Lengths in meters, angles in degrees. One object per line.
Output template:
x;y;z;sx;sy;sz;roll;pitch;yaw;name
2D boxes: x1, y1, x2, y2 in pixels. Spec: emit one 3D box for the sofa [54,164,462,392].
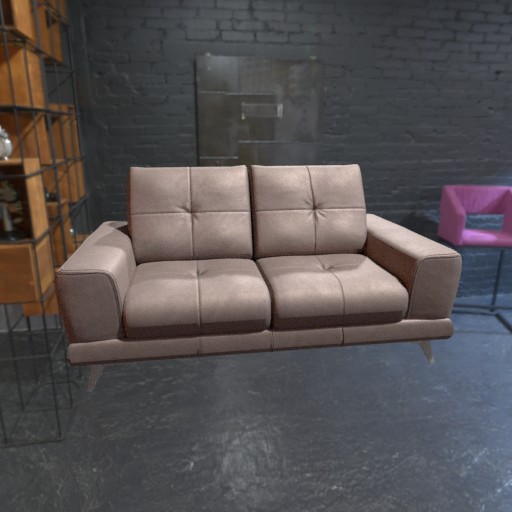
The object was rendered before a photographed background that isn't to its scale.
0.000;0.000;2.367;1.806;0.907;1.018;-2;16;-8;sofa
